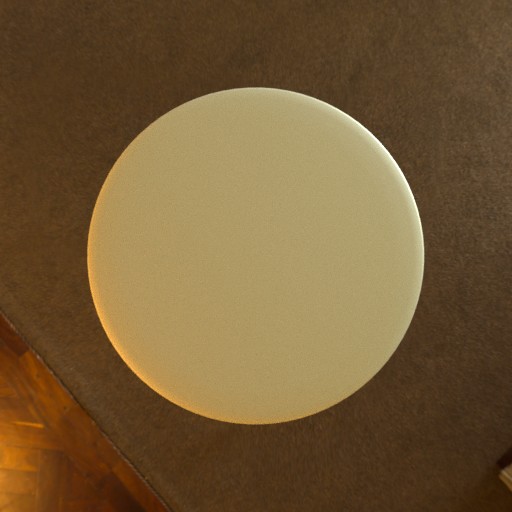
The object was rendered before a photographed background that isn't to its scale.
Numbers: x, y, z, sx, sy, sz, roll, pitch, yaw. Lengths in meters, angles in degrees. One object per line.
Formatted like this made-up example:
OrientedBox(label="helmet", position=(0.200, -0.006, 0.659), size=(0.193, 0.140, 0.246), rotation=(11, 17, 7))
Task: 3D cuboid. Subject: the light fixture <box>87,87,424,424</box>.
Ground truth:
OrientedBox(label="light fixture", position=(0.000, 0.000, 0.628), size=(0.393, 0.229, 0.393), rotation=(0, 90, 1))
